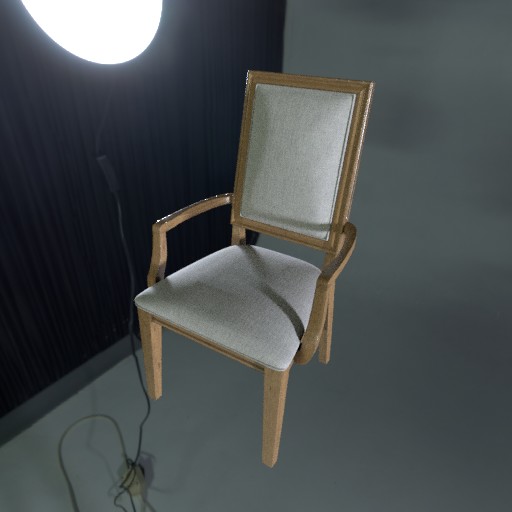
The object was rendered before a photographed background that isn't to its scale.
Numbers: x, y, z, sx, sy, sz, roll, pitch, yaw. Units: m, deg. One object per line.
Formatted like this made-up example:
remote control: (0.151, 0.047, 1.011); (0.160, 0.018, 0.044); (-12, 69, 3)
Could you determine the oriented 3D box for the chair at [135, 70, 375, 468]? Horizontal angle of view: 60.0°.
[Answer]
chair: (0.000, 0.000, 1.386); (0.606, 0.990, 0.602); (18, 35, 28)
